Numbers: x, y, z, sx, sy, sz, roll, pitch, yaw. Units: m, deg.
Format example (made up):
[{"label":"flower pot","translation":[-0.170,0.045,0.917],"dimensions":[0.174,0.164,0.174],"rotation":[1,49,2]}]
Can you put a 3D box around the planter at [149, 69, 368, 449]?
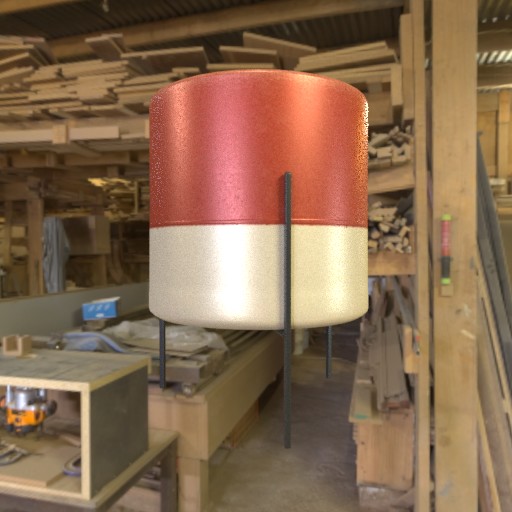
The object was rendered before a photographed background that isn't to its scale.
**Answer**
[{"label":"planter","translation":[0.000,0.000,0.717],"dimensions":[0.354,0.465,0.345],"rotation":[0,1,19]}]
